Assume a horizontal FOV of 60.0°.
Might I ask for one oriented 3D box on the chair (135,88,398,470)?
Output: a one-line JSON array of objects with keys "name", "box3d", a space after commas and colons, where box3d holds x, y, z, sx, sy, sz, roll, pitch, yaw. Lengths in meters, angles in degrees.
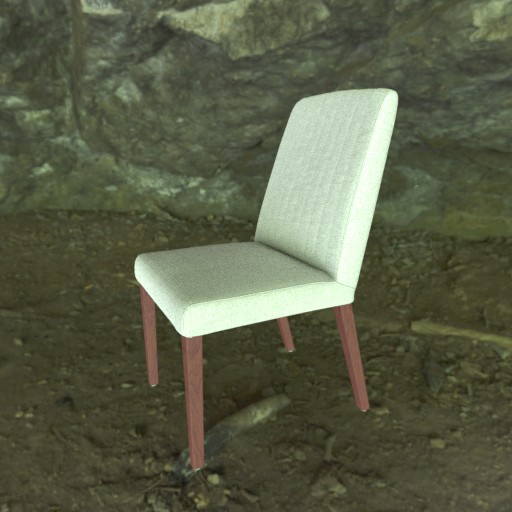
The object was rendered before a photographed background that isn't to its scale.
[{"name": "chair", "box3d": [0.000, 0.000, 1.254, 0.594, 0.900, 0.480, -8, 17, -26]}]
